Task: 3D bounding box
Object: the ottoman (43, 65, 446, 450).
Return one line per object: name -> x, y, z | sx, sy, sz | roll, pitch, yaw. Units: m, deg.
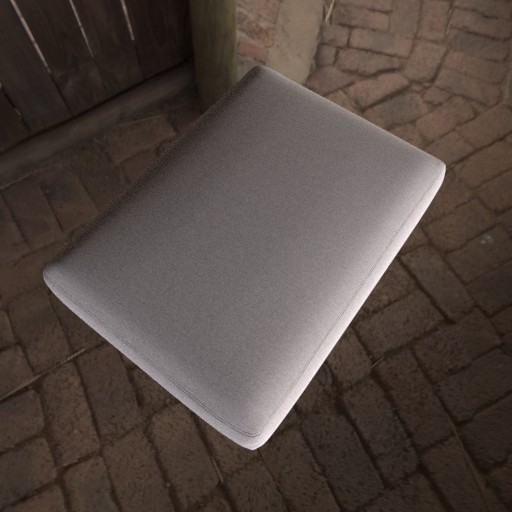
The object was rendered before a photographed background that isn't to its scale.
ottoman -> 0.000, 0.000, 1.131 | 0.574, 0.497, 0.773 | 34, 69, 15
